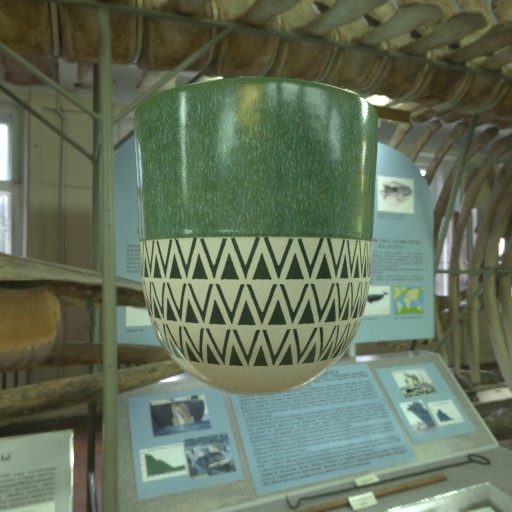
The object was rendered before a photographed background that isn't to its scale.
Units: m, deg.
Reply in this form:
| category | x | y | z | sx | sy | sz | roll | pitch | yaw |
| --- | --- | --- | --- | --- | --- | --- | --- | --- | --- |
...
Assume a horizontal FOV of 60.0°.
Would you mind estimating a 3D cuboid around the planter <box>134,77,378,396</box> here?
| category | x | y | z | sx | sy | sz | roll | pitch | yaw |
| --- | --- | --- | --- | --- | --- | --- | --- | --- | --- |
| planter | 0.000 | 0.000 | 0.364 | 0.195 | 0.214 | 0.195 | 0 | -1 | 0 |
